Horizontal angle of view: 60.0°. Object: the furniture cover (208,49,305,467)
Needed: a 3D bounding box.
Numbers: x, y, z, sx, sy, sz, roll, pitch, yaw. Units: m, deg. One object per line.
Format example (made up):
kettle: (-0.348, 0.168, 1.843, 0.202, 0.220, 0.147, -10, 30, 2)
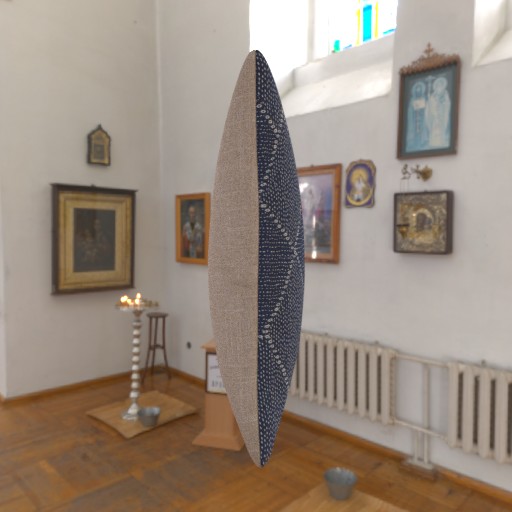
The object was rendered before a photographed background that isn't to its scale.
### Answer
furniture cover: (0.000, 0.000, 0.782, 0.162, 0.503, 0.511, 0, 1, 0)
